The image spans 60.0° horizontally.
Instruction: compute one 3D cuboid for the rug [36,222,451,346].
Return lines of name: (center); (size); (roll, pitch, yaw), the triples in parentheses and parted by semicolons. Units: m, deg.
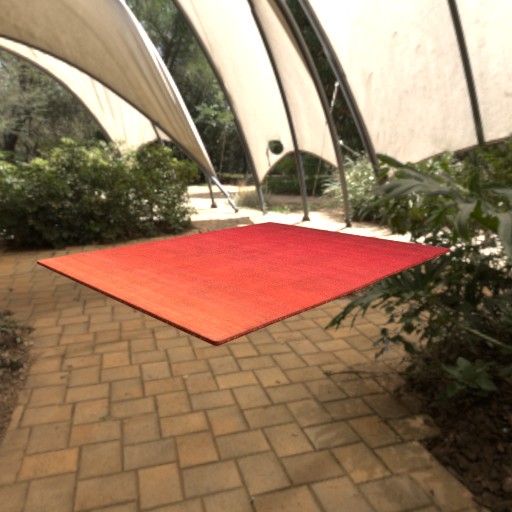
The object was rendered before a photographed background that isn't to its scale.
rug: (0.000, 0.000, 3.929); (2.340, 0.028, 2.905); (13, 19, 43)
